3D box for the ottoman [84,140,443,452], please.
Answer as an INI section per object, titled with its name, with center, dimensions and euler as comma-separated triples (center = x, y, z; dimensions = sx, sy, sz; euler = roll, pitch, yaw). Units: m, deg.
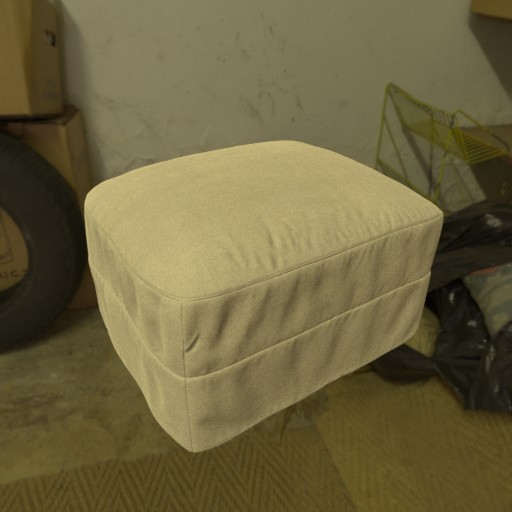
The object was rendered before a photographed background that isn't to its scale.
[ottoman]
center = 0.000, 0.000, 1.089
dimensions = 0.712, 0.480, 0.584
euler = -19, 35, -29
